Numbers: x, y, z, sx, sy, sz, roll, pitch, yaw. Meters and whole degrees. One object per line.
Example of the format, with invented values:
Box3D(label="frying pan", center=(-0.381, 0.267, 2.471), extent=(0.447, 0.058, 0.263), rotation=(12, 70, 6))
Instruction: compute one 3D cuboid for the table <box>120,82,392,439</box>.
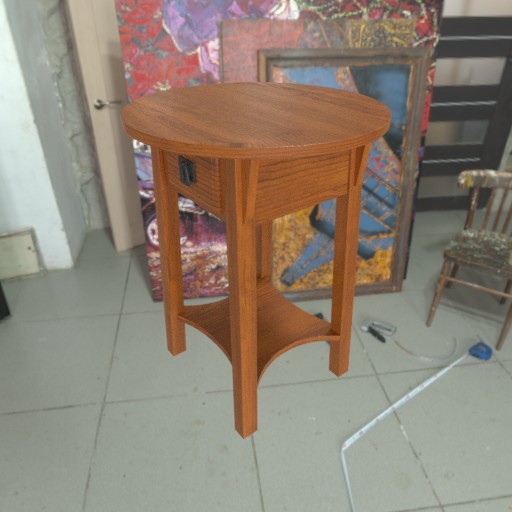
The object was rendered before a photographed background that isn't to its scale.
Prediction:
Box3D(label="table", center=(0.000, 0.000, 0.930), extent=(0.457, 0.610, 0.457), rotation=(0, 31, 0))
